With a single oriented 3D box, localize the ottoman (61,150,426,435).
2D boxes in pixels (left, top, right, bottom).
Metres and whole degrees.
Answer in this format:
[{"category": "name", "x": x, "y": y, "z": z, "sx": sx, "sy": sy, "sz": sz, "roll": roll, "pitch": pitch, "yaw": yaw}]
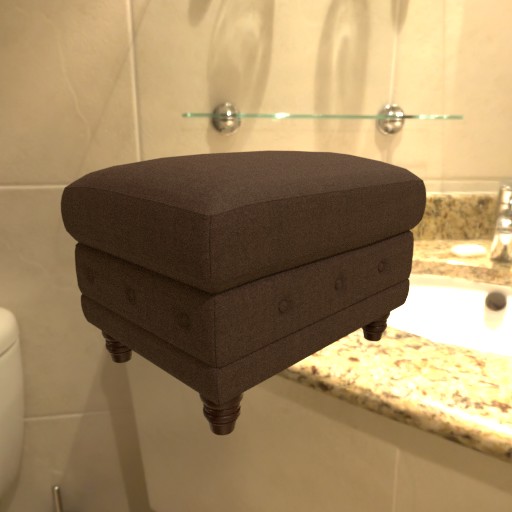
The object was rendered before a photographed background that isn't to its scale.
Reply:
[{"category": "ottoman", "x": 0.000, "y": 0.000, "z": 1.218, "sx": 0.599, "sy": 0.555, "sz": 0.809, "roll": 15, "pitch": 21, "yaw": 43}]
